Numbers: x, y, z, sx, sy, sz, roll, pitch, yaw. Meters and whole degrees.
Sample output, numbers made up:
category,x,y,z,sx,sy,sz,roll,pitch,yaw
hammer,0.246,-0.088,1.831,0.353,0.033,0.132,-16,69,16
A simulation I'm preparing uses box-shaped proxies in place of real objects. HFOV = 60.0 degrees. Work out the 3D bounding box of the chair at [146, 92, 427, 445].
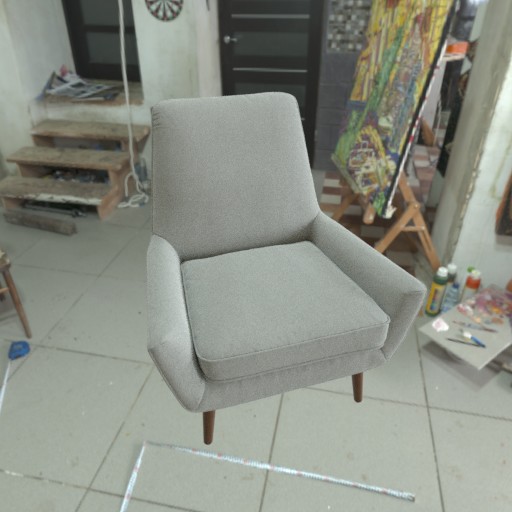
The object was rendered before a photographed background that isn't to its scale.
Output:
category,x,y,z,sx,sy,sz,roll,pitch,yaw
chair,0.000,0.000,1.482,0.787,0.888,0.822,-10,34,-15
